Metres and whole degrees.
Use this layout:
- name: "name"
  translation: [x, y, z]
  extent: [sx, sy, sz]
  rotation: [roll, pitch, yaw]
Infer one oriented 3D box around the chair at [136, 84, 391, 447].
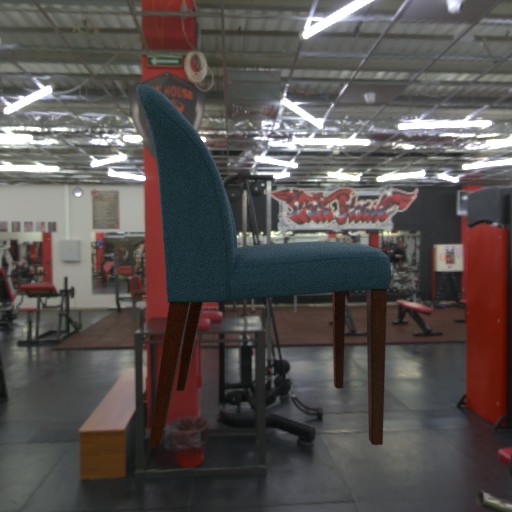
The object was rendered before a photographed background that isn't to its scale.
- name: "chair"
  translation: [0.000, 0.000, 1.235]
  extent: [0.620, 0.879, 0.507]
  rotation: [0, 1, -1]
